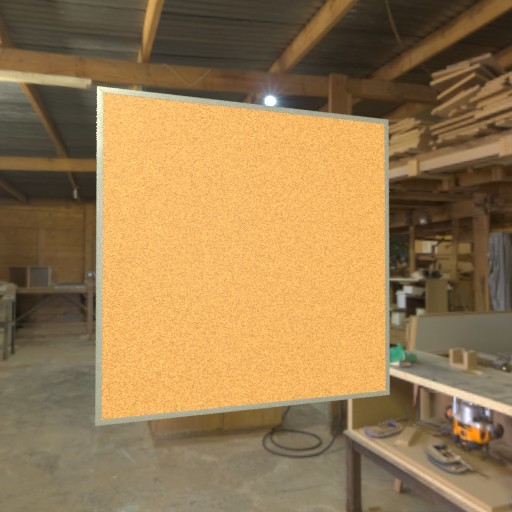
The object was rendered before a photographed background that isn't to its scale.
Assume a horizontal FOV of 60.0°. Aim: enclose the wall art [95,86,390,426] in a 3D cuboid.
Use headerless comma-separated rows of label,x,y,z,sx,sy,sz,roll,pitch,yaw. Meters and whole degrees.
wall art,0.000,0.000,1.194,0.809,0.807,0.038,0,-1,-18
